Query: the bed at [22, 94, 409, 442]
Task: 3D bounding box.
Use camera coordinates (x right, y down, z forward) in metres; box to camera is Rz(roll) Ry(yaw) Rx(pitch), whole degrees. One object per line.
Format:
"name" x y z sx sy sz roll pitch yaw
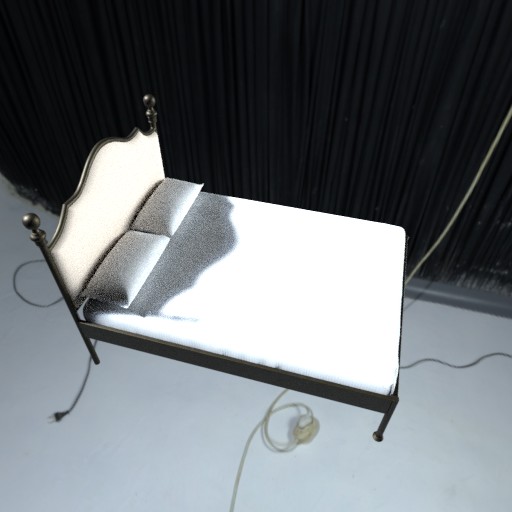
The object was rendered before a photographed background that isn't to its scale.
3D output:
"bed" 0.000 0.000 3.134 2.170 1.462 1.533 11 46 11
